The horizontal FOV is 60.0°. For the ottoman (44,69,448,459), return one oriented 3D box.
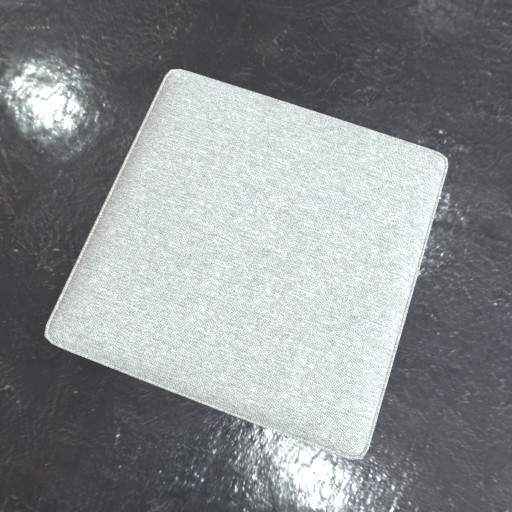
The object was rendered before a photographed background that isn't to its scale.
[{"bbox_3d":[0.000,0.000,1.550,1.005,0.455,1.005,20,77,5],"label":"ottoman"}]
